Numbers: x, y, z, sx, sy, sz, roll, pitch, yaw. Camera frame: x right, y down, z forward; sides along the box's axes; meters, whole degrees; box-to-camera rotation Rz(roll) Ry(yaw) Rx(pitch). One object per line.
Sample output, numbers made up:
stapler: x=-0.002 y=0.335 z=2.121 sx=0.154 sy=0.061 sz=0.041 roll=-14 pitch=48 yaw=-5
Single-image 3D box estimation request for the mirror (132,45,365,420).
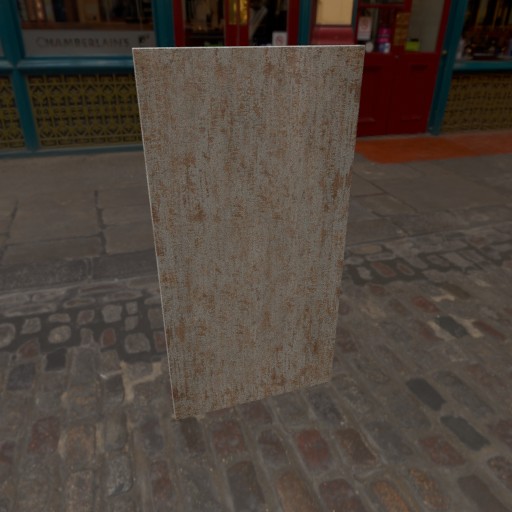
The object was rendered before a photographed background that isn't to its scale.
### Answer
mirror: x=0.000 y=0.000 z=1.080 sx=0.472 sy=0.922 sz=0.027 roll=-9 pitch=28 yaw=-16
